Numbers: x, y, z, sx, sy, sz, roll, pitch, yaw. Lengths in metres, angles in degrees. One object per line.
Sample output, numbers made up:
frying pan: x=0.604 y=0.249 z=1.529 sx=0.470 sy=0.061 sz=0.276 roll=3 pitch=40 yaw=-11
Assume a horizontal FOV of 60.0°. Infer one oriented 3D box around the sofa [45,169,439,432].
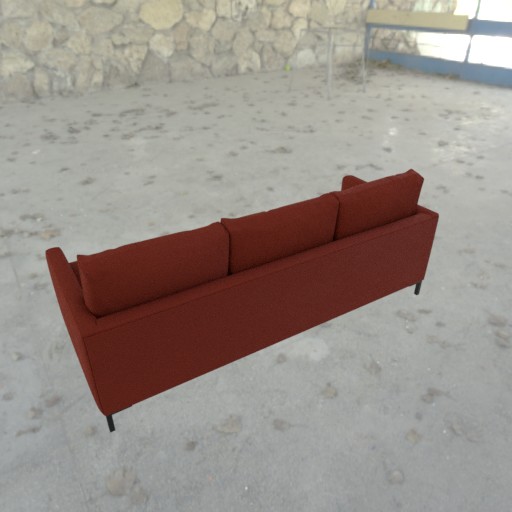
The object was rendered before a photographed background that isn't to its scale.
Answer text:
sofa: x=0.000 y=0.000 z=2.720 sx=2.252 sy=0.879 sz=0.875 roll=-17 pitch=35 yaw=-27
